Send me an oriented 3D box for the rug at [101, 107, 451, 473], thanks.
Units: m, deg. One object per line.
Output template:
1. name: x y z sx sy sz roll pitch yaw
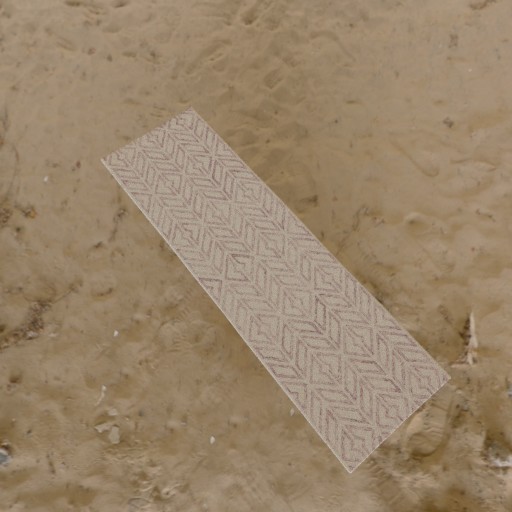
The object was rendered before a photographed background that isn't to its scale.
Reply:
1. rug: 0.000 0.000 2.689 0.750 0.009 2.435 -36 70 -15
